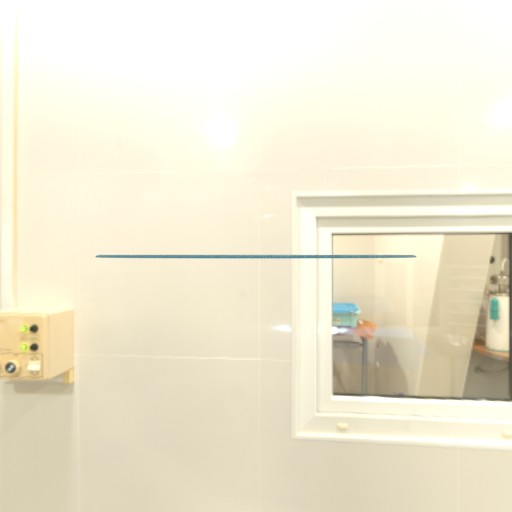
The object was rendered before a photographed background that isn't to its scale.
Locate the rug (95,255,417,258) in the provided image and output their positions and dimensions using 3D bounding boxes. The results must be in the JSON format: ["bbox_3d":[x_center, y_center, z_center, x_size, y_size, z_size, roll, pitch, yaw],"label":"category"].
[{"bbox_3d":[0.000,0.000,2.339,1.593,0.012,1.593,0,0,0],"label":"rug"}]
